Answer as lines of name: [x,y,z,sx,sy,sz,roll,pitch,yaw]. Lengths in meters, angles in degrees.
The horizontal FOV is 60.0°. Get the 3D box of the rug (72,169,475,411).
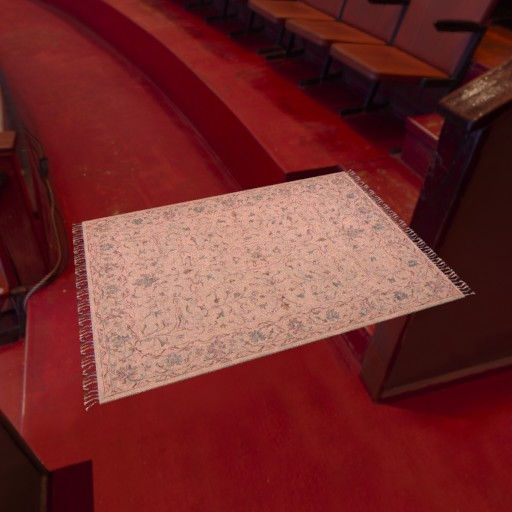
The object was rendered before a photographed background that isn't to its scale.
rug: [0.000,0.000,2.329,1.802,0.008,1.247,-13,43,-14]
